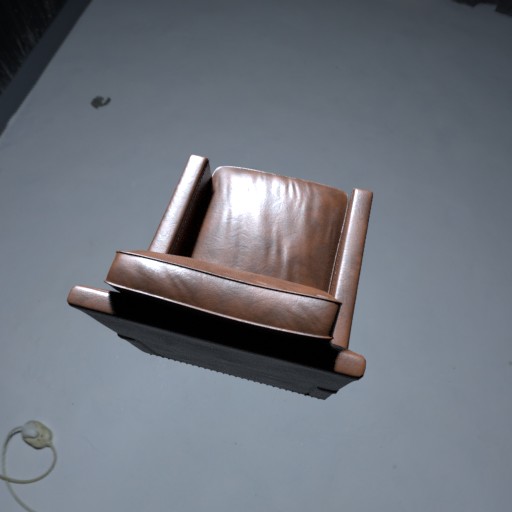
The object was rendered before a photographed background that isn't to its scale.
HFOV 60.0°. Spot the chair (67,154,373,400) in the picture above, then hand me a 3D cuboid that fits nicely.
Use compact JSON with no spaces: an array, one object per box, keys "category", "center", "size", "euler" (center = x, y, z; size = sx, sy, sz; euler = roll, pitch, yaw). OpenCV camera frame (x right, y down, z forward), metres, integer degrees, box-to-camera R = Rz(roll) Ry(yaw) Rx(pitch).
[{"category":"chair","center":[0.000,0.000,1.829],"size":[0.854,1.054,1.035],"euler":[13,62,7]}]
